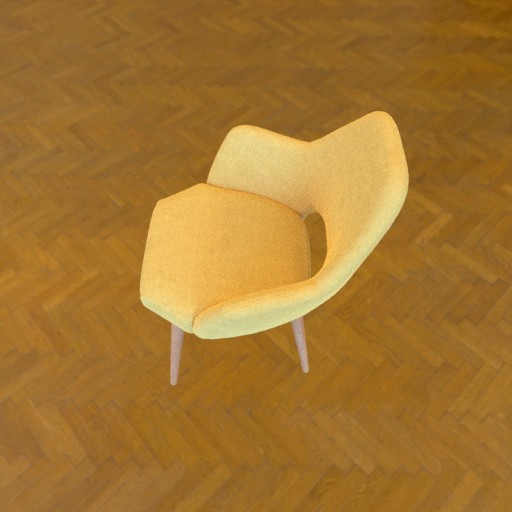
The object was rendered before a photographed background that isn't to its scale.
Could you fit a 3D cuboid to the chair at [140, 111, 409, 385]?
[{"bbox_3d":[0.000,0.000,1.253,0.610,0.840,0.590,0,56,0],"label":"chair"}]
